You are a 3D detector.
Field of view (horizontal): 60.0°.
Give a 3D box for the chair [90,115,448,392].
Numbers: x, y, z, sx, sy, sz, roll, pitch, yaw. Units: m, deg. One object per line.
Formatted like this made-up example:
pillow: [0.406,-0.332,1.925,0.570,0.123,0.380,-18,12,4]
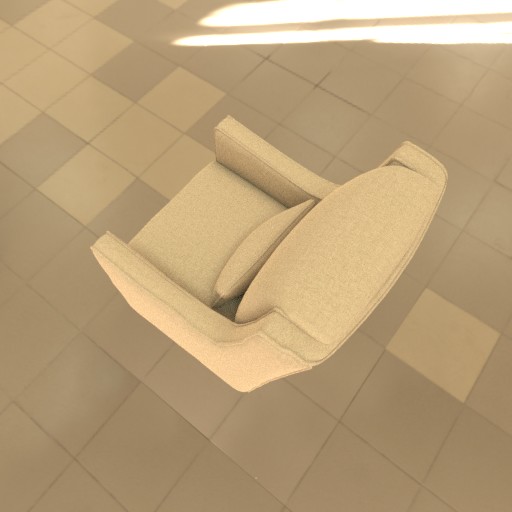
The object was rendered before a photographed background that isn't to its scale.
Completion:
chair: [0.000,0.000,1.577,0.879,0.993,0.732,34,68,16]
